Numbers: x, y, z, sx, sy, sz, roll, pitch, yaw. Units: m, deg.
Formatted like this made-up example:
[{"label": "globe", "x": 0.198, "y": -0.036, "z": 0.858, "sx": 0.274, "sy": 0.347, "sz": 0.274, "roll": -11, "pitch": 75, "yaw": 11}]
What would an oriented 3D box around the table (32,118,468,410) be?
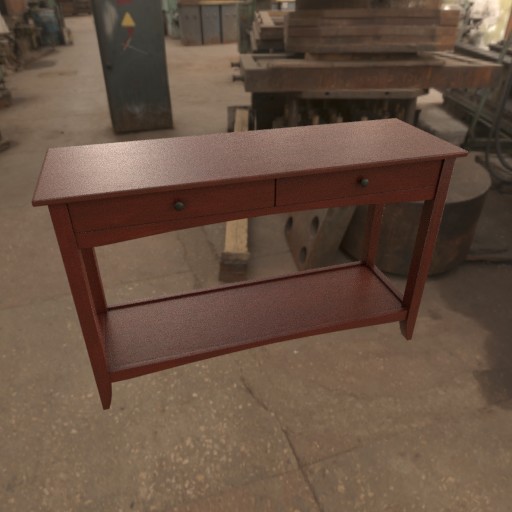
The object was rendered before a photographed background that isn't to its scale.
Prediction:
[{"label": "table", "x": 0.000, "y": 0.000, "z": 1.507, "sx": 1.188, "sy": 0.739, "sz": 0.392, "roll": -9, "pitch": 33, "yaw": -14}]
